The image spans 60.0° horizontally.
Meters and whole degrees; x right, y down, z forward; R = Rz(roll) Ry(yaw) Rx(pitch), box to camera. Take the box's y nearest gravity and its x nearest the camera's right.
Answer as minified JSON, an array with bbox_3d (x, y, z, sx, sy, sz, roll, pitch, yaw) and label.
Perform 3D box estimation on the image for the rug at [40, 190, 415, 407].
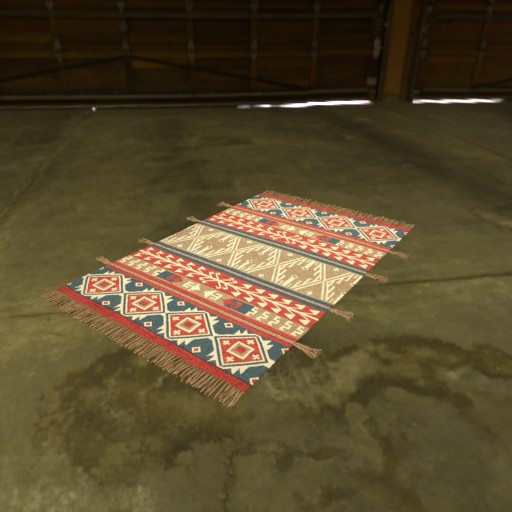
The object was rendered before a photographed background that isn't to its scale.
[{"bbox_3d":[0.000,0.000,3.160,1.778,0.048,2.450,19,33,32],"label":"rug"}]
